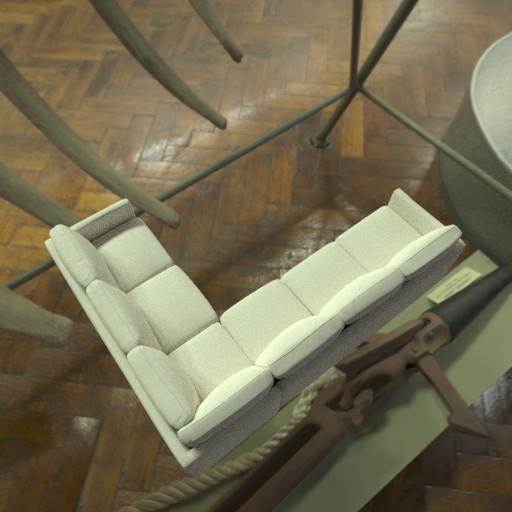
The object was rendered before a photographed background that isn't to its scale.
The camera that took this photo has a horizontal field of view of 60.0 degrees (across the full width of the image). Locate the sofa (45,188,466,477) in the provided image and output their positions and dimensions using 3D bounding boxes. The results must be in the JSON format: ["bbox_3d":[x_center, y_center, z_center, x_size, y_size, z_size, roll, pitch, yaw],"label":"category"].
[{"bbox_3d":[0.000,0.000,4.514,3.302,0.947,2.593,-33,64,-19],"label":"sofa"}]
